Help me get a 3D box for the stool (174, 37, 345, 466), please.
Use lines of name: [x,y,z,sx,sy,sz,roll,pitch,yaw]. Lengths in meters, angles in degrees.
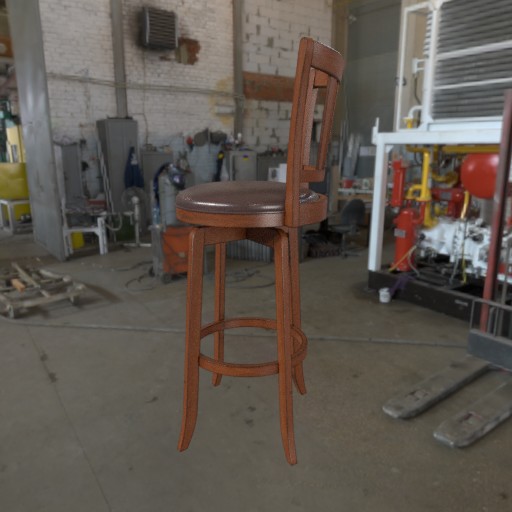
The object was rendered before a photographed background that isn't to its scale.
stool: [0.000,0.000,1.417,0.503,1.177,0.464,2,14,10]
